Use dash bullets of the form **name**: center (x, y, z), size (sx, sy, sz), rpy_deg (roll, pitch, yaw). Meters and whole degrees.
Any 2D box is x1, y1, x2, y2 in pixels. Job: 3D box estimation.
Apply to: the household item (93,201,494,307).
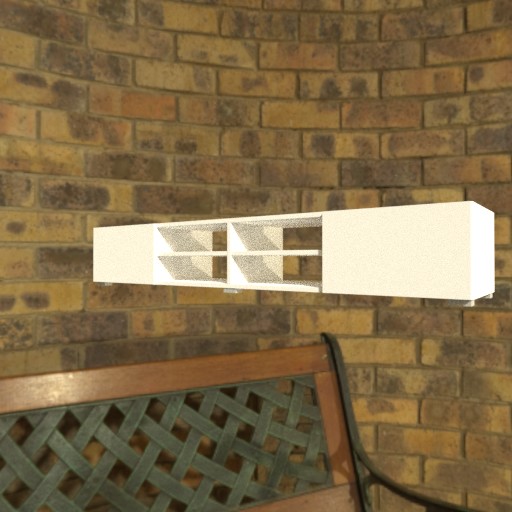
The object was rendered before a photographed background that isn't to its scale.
- **household item**: center (0.000, 0.000, 1.996), size (1.850, 0.310, 0.420), rpy_deg (0, -1, 36)
